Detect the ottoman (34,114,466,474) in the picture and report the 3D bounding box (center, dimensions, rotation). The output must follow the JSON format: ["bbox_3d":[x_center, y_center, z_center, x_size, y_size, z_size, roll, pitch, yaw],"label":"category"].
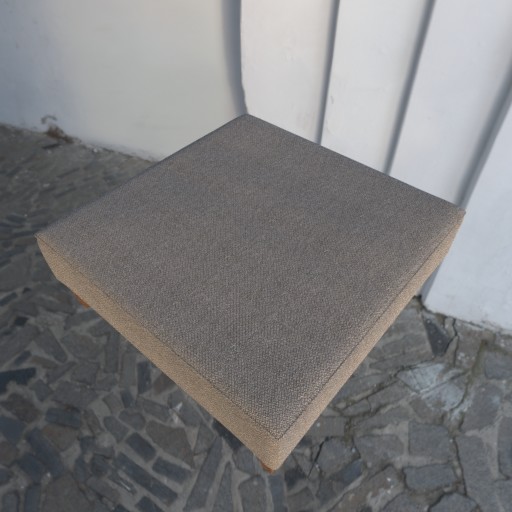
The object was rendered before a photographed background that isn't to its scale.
[{"bbox_3d":[0.000,0.000,1.492,0.970,0.378,0.981,32,54,27],"label":"ottoman"}]
